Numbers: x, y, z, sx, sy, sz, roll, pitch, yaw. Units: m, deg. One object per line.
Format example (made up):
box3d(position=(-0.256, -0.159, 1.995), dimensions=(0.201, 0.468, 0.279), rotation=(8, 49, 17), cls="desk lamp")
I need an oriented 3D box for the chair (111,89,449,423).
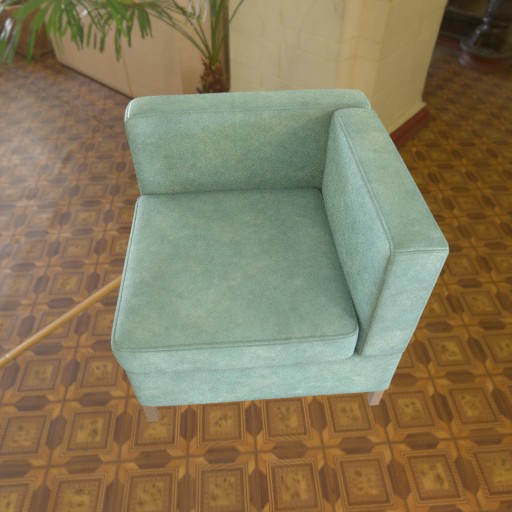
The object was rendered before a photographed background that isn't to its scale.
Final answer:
box3d(position=(0.000, 0.000, 1.233), dimensions=(0.691, 0.660, 0.684), rotation=(-3, 46, -3), cls="chair")
